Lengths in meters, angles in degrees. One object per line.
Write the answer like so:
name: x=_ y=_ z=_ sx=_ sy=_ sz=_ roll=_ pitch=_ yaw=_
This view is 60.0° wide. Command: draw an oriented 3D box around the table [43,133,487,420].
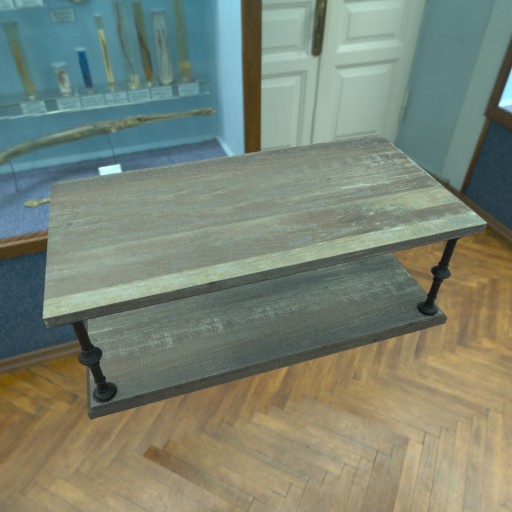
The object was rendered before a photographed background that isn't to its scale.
table: x=0.000 y=0.000 z=1.359 sx=1.088 sy=0.399 sz=0.554 roll=-12 pitch=42 yaw=-13
